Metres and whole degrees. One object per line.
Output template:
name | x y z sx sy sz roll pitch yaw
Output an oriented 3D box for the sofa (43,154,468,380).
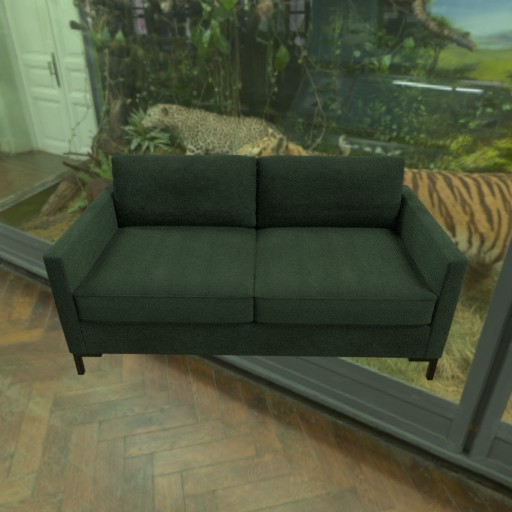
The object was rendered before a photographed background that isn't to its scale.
sofa | 0.000 0.000 2.159 1.676 0.817 0.875 1 29 1
